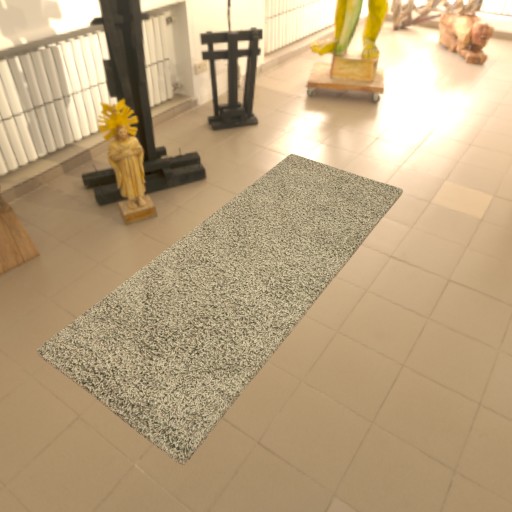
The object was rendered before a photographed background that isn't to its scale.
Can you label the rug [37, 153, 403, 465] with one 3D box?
[{"bbox_3d":[0.000,0.000,1.713,0.609,0.030,1.524,25,47,25],"label":"rug"}]
